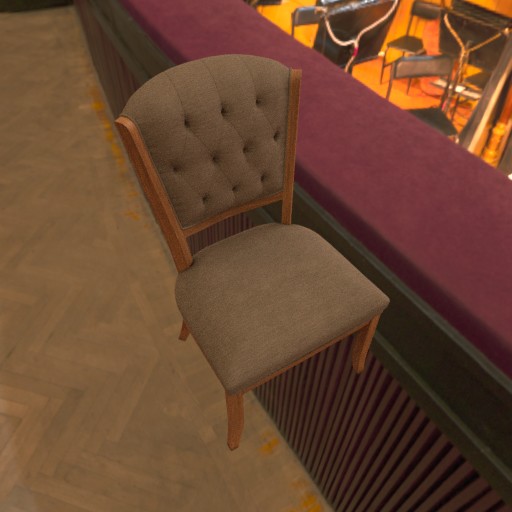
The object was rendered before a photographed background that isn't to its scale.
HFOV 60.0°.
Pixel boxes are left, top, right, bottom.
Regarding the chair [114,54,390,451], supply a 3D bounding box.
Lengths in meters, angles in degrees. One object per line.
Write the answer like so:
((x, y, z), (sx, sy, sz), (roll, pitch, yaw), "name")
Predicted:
((0.000, 0.000, 1.244), (0.513, 0.905, 0.584), (-24, 51, -21), "chair")
